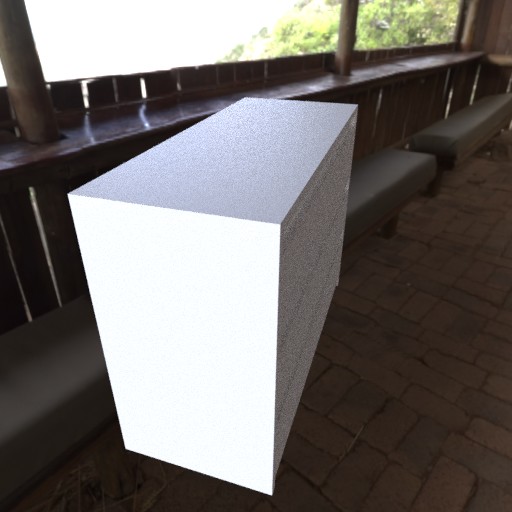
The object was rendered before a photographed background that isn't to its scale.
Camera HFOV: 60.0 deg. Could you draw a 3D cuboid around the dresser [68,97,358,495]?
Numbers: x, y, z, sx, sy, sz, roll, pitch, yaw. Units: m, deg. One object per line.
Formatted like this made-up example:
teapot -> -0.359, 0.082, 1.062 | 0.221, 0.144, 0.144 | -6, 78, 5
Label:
dresser -> 0.000, 0.000, 1.516 | 0.460, 0.820, 1.100 | 10, 31, 16
